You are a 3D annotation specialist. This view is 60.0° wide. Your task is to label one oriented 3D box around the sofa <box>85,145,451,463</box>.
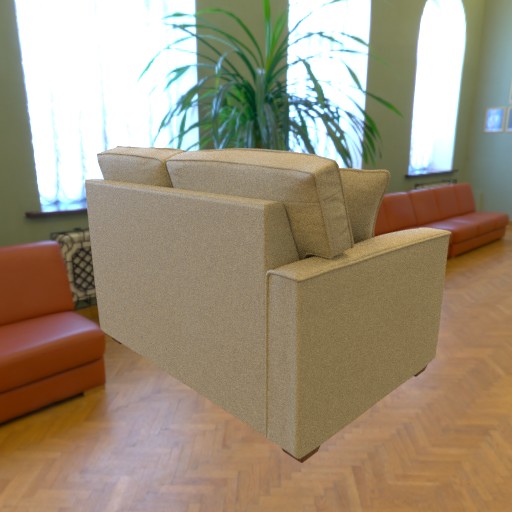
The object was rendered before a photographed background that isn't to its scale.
[{"bbox_3d":[0.000,0.000,2.048,0.991,0.989,1.388,-14,20,-42],"label":"sofa"}]
